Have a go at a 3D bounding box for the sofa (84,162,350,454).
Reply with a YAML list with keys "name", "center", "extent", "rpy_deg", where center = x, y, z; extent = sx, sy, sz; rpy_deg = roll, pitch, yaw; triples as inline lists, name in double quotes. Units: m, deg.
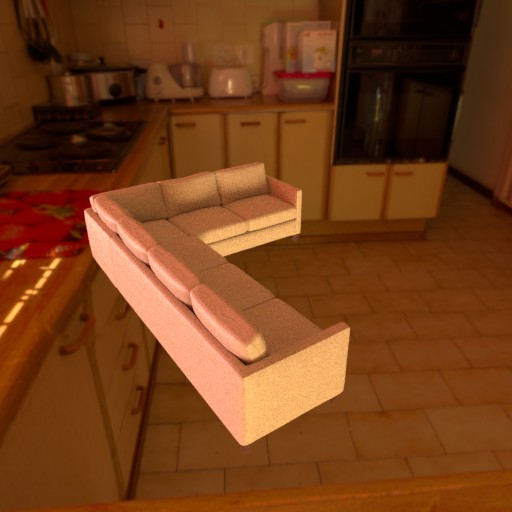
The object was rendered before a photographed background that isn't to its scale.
- name: "sofa"
  center: [0.000, 0.000, 4.548]
  extent: [2.522, 0.934, 3.333]
  rpy_deg: [-18, 33, -30]
